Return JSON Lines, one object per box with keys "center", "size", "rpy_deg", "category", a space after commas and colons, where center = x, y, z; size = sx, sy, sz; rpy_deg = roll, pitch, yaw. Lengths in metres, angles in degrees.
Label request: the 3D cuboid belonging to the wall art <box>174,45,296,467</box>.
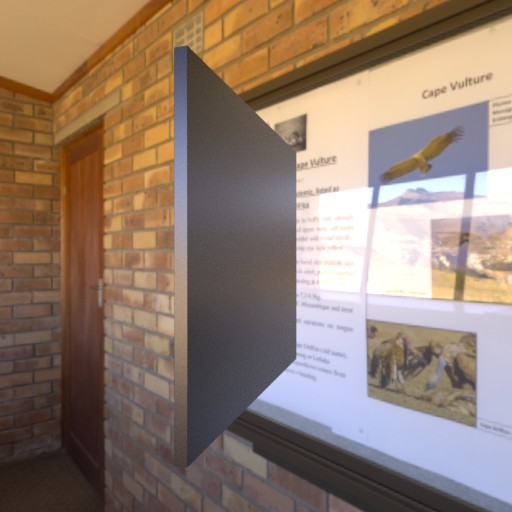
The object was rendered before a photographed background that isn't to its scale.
{"center": [0.000, 0.000, 0.531], "size": [0.012, 0.332, 0.383], "rpy_deg": [0, 0, 18], "category": "wall art"}
